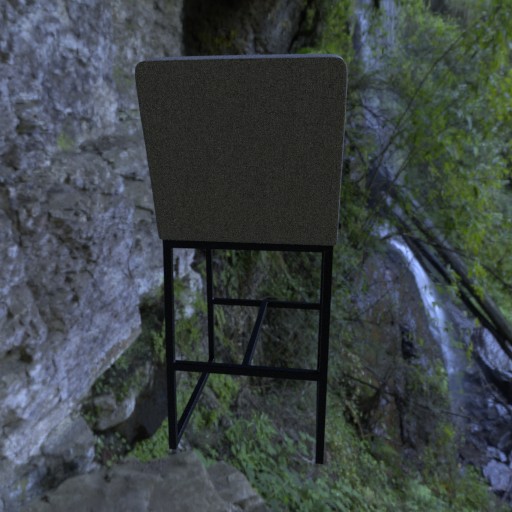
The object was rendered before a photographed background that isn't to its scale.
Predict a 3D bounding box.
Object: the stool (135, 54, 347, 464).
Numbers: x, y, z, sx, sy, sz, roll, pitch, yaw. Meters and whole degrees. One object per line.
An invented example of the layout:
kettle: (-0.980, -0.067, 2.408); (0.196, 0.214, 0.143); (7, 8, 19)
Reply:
stool: (0.000, 0.000, 1.321); (0.459, 1.034, 0.571); (2, 16, 8)
